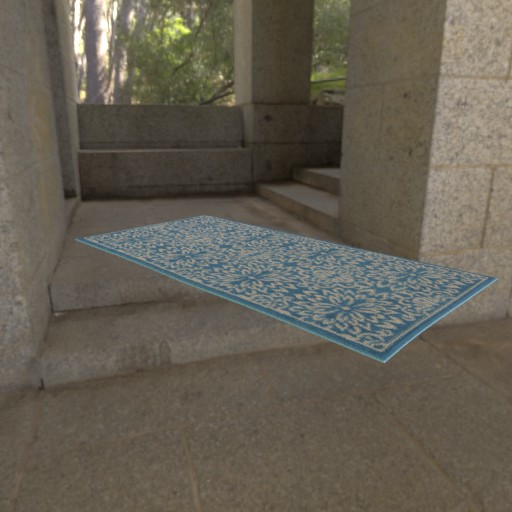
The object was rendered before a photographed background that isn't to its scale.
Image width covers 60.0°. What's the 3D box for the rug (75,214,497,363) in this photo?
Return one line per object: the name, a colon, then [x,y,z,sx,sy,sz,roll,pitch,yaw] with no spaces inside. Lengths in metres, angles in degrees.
rug: [0.000,0.000,1.387,1.219,0.007,0.604,16,23,42]
